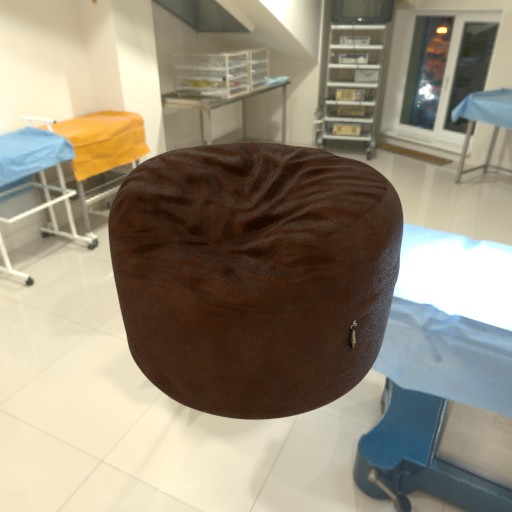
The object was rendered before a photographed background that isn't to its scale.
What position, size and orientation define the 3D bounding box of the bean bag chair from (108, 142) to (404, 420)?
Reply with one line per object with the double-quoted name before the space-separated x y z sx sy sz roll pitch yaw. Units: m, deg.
"bean bag chair" 0.000 0.000 1.487 0.918 0.616 0.918 0 29 0
